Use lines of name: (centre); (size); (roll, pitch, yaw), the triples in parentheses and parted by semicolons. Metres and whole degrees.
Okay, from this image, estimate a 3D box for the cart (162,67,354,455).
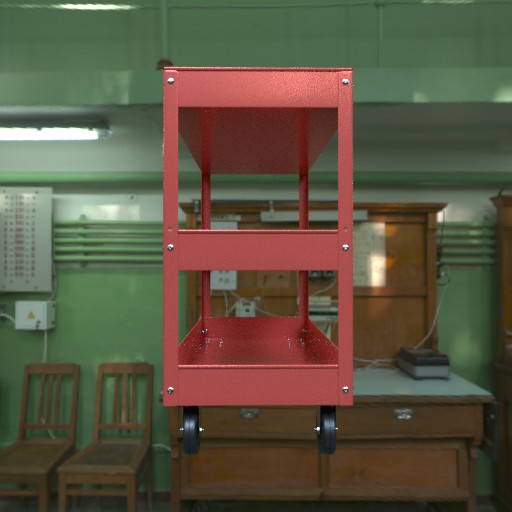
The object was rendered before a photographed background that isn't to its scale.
cart: (0.000, 0.000, 1.168); (0.366, 0.780, 0.719); (0, 0, -1)
